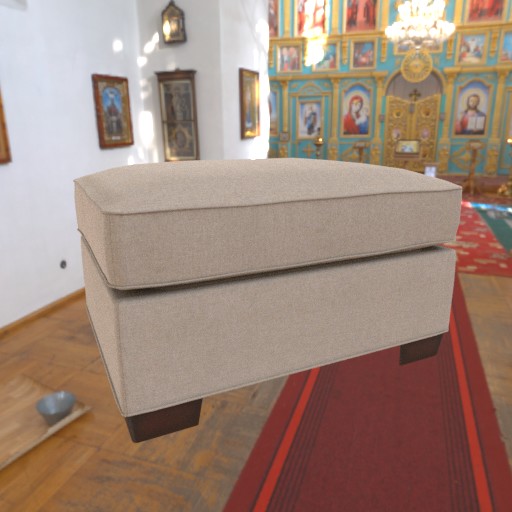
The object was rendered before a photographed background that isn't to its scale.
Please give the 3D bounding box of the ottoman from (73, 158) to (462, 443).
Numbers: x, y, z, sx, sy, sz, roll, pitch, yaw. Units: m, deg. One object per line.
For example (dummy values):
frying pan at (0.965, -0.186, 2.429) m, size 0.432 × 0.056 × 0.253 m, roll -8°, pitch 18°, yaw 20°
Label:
ottoman at (0.000, 0.000, 1.197) m, size 0.846 × 0.503 × 0.617 m, roll -7°, pitch 17°, yaw -25°
